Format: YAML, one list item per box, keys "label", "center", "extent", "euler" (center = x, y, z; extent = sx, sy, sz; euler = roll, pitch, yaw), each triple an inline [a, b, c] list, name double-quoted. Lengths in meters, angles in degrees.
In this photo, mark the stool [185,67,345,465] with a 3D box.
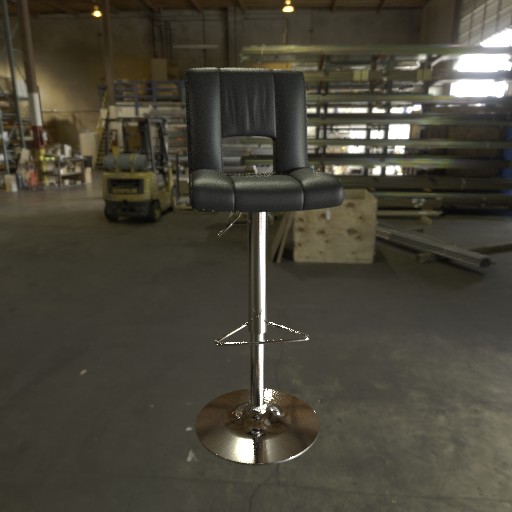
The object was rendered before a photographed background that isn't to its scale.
- label: "stool"
  center: [0.000, 0.000, 1.382]
  extent: [0.415, 1.151, 0.520]
  euler: [-2, 15, -8]
